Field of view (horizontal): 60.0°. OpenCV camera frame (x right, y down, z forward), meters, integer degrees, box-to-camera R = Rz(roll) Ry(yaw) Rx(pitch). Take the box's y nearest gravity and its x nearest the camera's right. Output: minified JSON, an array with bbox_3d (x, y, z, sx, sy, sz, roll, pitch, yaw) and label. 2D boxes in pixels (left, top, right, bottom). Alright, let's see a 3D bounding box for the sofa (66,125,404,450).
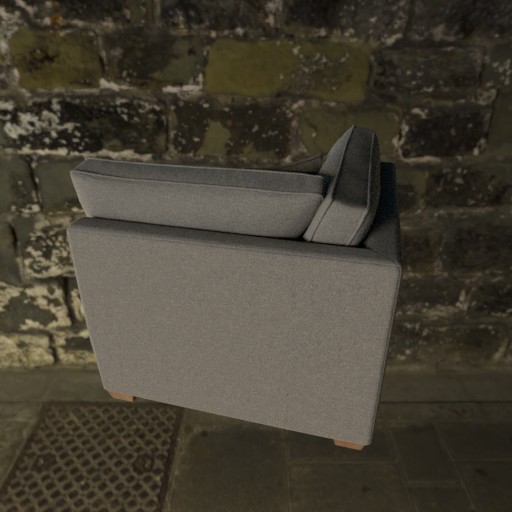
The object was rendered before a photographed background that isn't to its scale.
[{"bbox_3d":[0.000,0.000,1.986,1.146,1.002,1.084,7,29,13],"label":"sofa"}]
